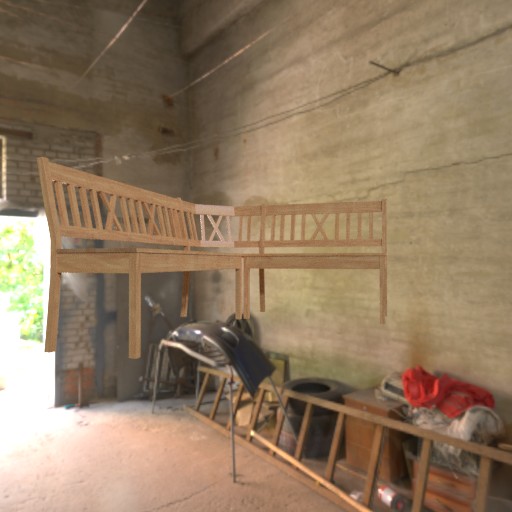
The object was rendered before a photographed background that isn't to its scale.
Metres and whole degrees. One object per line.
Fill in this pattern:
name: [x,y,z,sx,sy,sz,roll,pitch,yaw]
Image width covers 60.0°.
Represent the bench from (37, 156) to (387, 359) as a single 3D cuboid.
bench: [0.000,0.000,2.754,1.537,0.902,1.937,0,-1,17]
